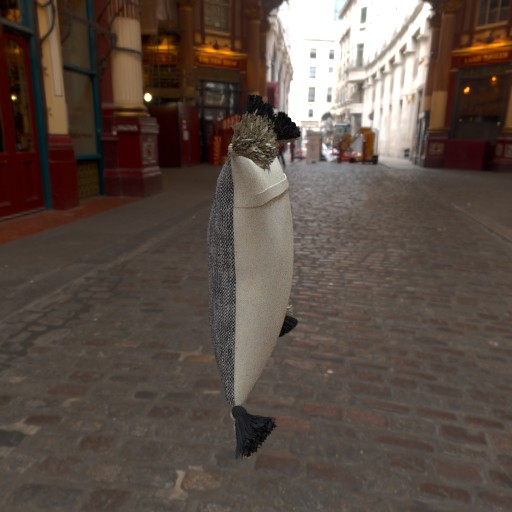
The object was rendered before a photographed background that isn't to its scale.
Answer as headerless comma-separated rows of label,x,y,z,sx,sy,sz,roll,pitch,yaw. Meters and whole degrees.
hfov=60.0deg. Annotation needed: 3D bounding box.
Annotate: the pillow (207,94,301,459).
pillow,0.000,0.000,1.002,0.170,0.659,0.654,3,16,9
